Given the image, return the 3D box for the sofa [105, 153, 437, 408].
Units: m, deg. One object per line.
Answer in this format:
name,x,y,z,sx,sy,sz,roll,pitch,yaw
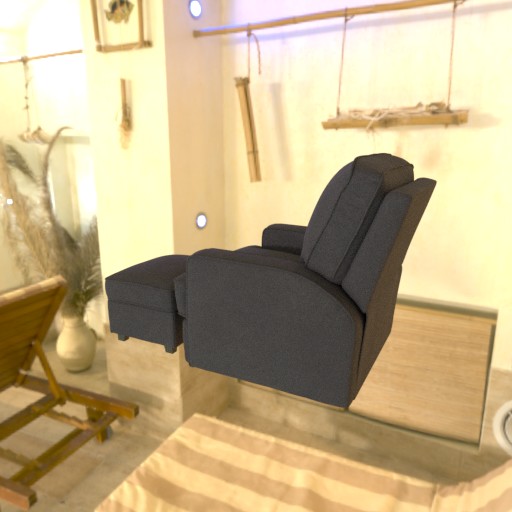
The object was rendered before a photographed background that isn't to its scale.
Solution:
sofa,0.000,0.000,2.109,1.472,0.959,0.861,7,16,26
